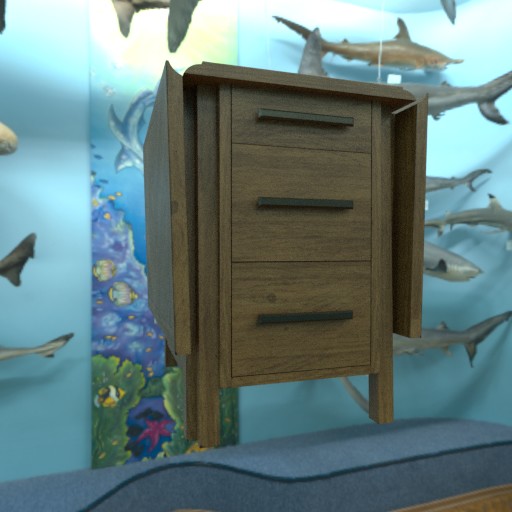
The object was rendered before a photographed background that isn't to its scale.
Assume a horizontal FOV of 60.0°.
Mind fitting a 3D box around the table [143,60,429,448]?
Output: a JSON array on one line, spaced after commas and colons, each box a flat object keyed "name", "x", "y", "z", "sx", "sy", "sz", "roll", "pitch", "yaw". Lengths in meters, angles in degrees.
[{"name": "table", "x": 0.000, "y": 0.000, "z": 1.282, "sx": 0.591, "sy": 0.763, "sz": 0.746, "roll": 0, "pitch": 1, "yaw": -17}]
